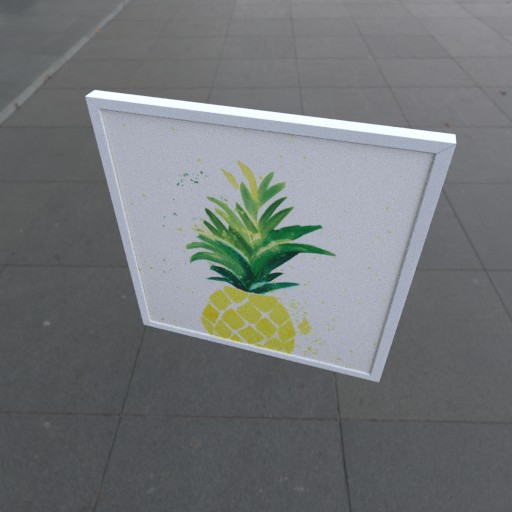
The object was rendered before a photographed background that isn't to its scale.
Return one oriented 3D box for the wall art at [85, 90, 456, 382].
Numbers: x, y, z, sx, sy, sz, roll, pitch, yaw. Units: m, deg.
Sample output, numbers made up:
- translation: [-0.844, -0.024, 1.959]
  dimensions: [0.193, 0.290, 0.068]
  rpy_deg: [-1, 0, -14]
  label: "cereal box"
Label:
- translation: [0.000, 0.000, 1.144]
  dimensions: [0.763, 0.761, 0.038]
  rpy_deg: [11, 42, 12]
  label: "wall art"
